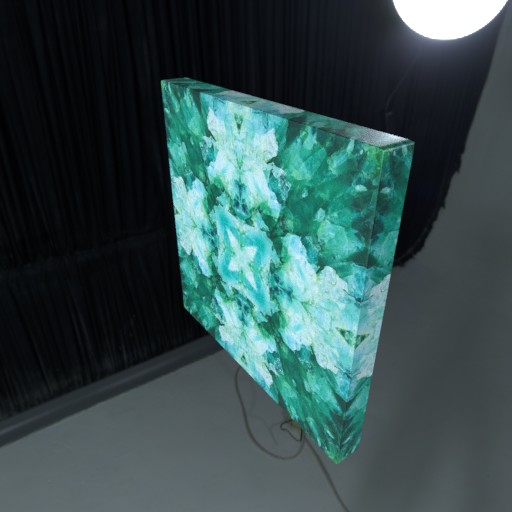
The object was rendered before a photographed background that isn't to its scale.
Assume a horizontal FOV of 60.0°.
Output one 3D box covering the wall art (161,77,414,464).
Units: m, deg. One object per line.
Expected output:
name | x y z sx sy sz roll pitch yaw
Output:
wall art | 0.000 0.000 0.468 0.033 0.313 0.313 -20 36 -30
